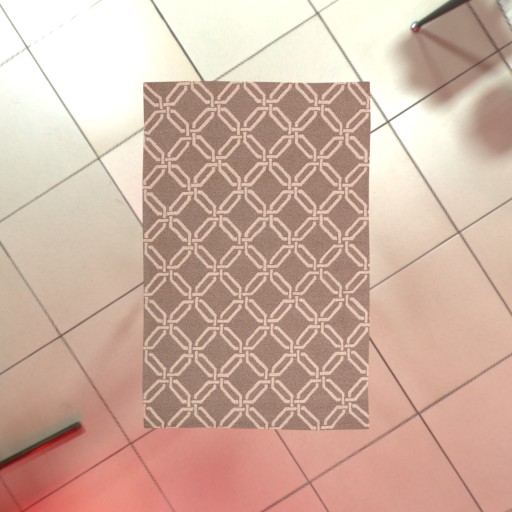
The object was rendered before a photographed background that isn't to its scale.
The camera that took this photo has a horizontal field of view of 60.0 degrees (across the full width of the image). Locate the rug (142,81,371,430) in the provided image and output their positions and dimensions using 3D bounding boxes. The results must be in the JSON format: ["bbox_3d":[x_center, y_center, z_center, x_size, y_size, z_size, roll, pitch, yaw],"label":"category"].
[{"bbox_3d":[0.000,0.000,2.217,1.142,0.010,1.748,0,91,1],"label":"rug"}]
